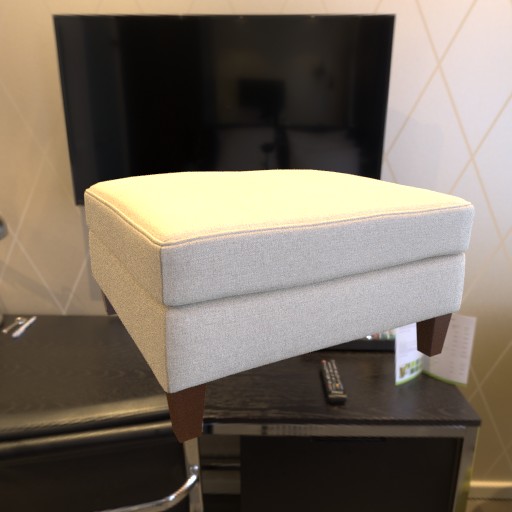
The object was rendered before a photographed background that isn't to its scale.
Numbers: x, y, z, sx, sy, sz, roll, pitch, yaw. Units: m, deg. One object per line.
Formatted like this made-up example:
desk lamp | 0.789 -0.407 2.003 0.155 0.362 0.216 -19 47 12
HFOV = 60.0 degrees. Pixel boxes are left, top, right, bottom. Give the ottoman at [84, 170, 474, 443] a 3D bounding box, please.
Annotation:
ottoman | 0.000 0.000 1.318 0.838 0.478 0.838 -9 18 -28
